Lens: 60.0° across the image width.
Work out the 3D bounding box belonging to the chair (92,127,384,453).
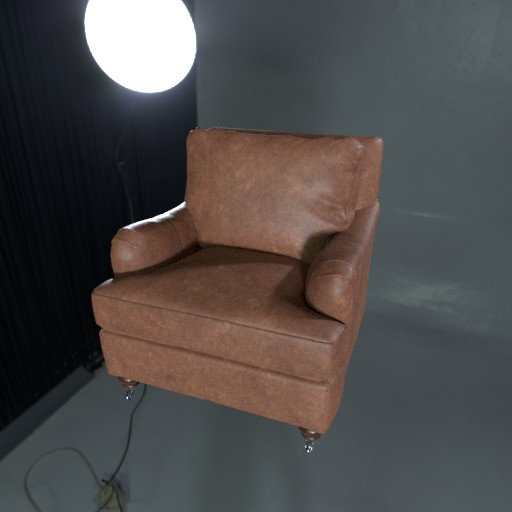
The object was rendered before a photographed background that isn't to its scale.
[{"bbox_3d":[0.000,0.000,1.998,0.986,1.055,1.158,9,26,19],"label":"chair"}]
